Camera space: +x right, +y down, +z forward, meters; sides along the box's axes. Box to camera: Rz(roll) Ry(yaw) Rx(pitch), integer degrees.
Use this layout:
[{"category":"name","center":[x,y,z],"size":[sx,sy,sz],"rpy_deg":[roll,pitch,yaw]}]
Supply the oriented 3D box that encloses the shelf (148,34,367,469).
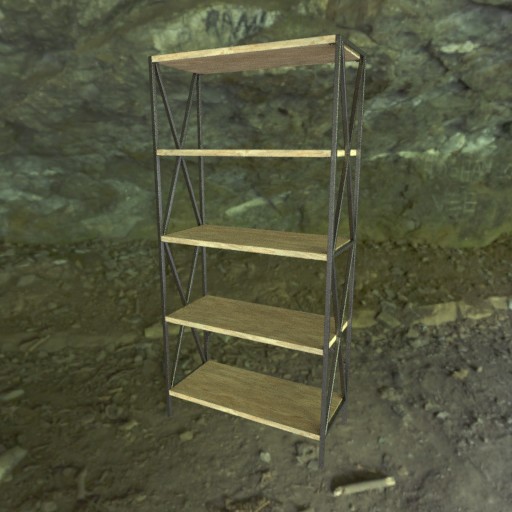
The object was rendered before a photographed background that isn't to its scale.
[{"category":"shelf","center":[0.000,0.000,2.148],"size":[0.874,1.803,0.386],"rpy_deg":[7,15,26]}]
